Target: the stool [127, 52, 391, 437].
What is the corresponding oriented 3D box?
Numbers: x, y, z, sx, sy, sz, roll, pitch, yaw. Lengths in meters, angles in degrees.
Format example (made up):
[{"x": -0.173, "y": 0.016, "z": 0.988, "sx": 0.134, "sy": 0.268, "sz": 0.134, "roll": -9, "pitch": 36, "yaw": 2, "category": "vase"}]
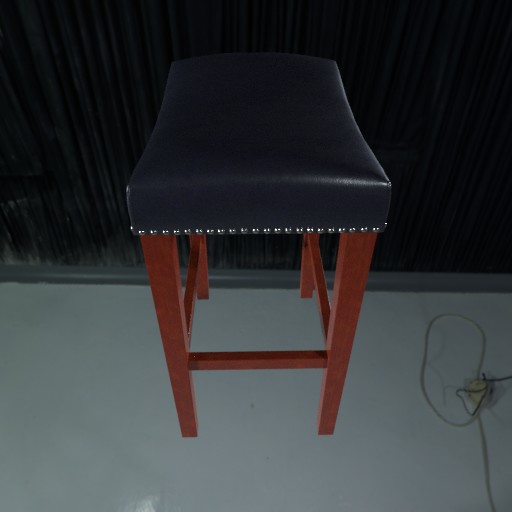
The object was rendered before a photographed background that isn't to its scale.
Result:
[{"x": 0.000, "y": 0.000, "z": 1.000, "sx": 0.372, "sy": 0.742, "sz": 0.504, "roll": -1, "pitch": 42, "yaw": -1, "category": "stool"}]
